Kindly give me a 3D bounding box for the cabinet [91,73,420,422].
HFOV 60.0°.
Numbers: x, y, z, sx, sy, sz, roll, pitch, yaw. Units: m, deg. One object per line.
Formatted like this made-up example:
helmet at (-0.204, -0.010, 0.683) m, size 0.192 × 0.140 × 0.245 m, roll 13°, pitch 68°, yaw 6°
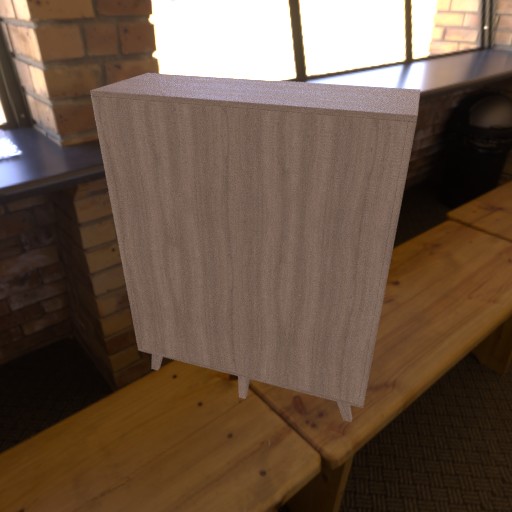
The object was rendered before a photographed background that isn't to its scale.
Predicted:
cabinet at (0.000, 0.000, 1.943) m, size 1.111 × 1.388 × 0.398 m, roll 10°, pitch 33°, yaw 16°
